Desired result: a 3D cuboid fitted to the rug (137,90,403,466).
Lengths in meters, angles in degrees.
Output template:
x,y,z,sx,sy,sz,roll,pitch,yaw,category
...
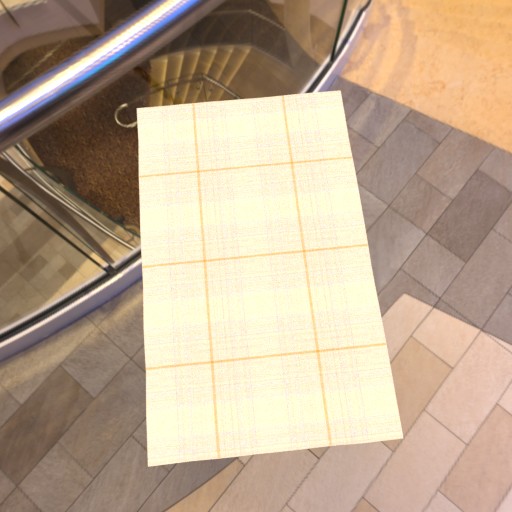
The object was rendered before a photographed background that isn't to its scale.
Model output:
x,y,z,sx,sy,sz,roll,pitch,yaw,category
0.000,0.000,2.968,1.527,0.016,2.442,-6,74,-2,rug
